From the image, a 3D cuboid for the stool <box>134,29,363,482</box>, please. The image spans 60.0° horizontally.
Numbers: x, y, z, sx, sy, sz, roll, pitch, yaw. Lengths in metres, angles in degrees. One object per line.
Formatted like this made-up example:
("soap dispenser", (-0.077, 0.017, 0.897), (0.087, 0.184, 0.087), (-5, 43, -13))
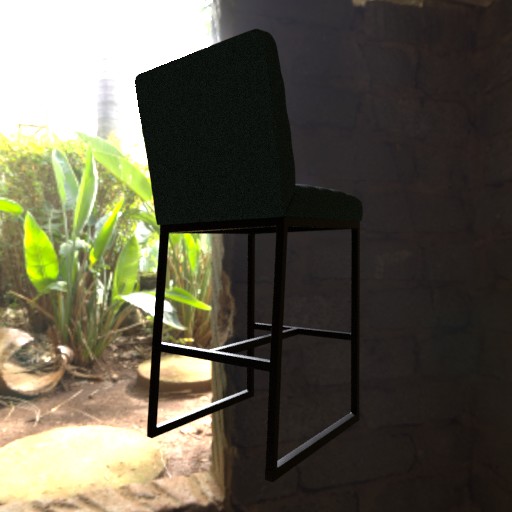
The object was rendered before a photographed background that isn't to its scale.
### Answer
("stool", (0.000, 0.000, 1.332), (0.460, 1.040, 0.560), (0, 0, 36))
